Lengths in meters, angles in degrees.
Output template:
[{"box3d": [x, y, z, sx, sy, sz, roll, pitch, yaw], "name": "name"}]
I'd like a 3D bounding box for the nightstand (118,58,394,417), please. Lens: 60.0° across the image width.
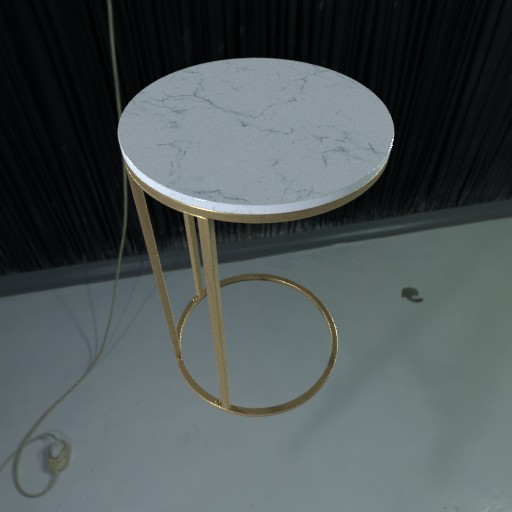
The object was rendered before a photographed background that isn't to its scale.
[{"box3d": [0.000, 0.000, 0.880, 0.400, 0.610, 0.400, -11, 48, -10], "name": "nightstand"}]
